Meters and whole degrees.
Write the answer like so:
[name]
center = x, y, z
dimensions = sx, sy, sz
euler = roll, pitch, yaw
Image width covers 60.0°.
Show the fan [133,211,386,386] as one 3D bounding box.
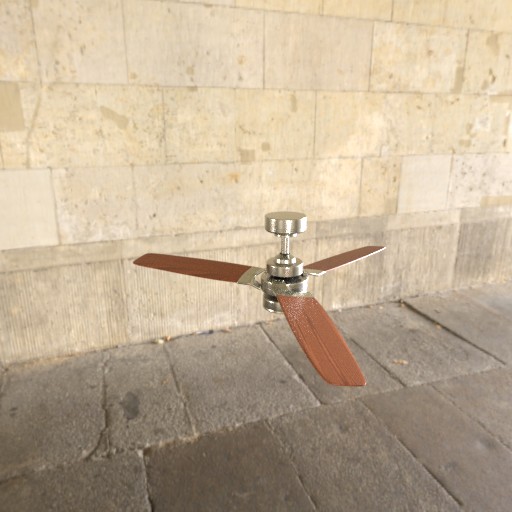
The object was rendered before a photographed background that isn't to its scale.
[fan]
center = 0.000, 0.000, 1.977
dimensions = 1.271, 0.410, 1.416
euler = 8, 19, 24
